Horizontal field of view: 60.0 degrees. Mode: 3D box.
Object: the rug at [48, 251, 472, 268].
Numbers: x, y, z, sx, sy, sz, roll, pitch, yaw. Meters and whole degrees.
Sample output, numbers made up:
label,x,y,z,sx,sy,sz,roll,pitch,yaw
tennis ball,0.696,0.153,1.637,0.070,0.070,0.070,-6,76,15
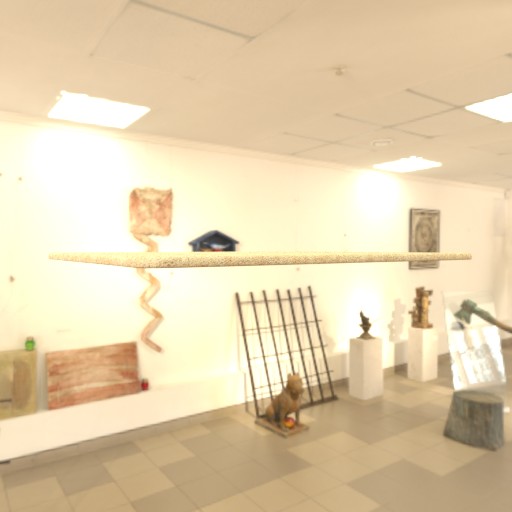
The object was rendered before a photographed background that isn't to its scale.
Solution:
label,x,y,z,sx,sy,sz,roll,pitch,yaw
rug,0.000,0.000,3.312,2.528,0.048,2.009,-1,1,-35
